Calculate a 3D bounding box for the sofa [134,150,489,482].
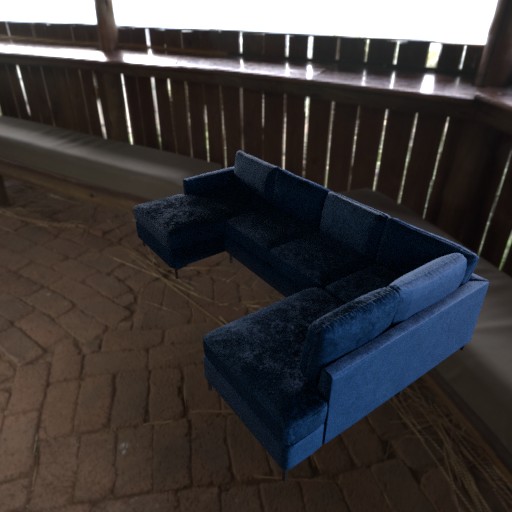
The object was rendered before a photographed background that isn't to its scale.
[{"bbox_3d":[0.000,0.000,4.215,2.055,0.992,3.434,-20,36,-30],"label":"sofa"}]
